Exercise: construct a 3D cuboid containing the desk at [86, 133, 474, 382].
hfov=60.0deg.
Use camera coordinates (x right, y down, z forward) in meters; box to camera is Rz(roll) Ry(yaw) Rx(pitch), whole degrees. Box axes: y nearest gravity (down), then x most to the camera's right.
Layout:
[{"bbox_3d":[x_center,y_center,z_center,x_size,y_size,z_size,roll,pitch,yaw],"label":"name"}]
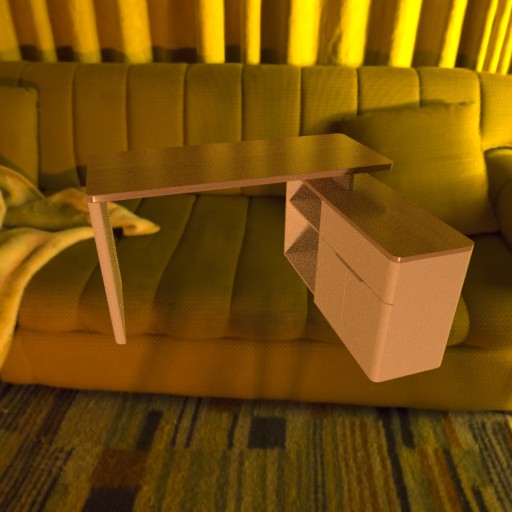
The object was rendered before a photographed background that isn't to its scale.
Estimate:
[{"bbox_3d":[0.000,0.000,2.106,1.400,0.770,1.175,-9,31,-15],"label":"desk"}]
